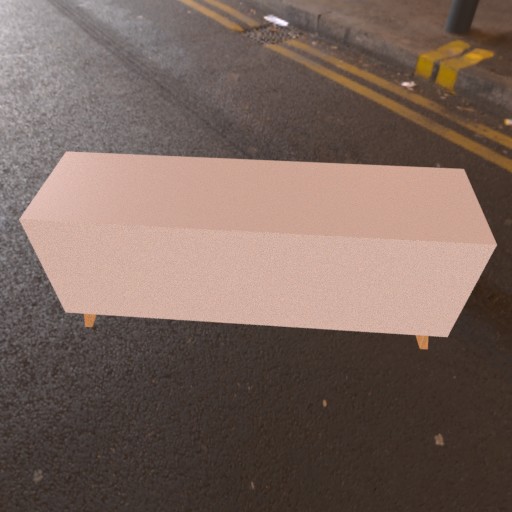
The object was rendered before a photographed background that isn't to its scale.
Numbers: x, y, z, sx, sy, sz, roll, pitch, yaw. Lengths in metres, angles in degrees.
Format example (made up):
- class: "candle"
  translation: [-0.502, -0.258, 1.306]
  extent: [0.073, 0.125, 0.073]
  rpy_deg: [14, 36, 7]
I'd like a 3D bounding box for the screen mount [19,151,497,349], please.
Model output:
- class: "screen mount"
  translation: [0.000, 0.000, 1.738]
  extent: [1.490, 0.619, 0.400]
  rpy_deg: [3, 45, 3]
